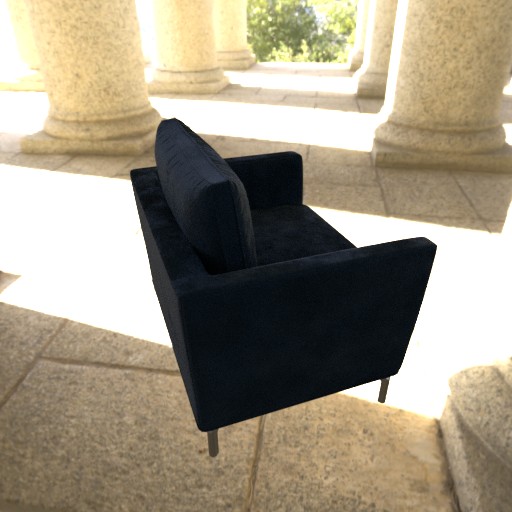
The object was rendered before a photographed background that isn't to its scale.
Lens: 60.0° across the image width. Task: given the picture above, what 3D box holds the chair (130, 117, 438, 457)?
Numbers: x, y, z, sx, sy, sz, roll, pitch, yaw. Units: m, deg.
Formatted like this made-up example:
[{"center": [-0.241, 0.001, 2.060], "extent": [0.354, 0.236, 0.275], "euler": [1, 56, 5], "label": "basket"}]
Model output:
[{"center": [0.000, 0.000, 1.628], "extent": [0.746, 0.893, 0.977], "euler": [-11, 32, -18], "label": "chair"}]
